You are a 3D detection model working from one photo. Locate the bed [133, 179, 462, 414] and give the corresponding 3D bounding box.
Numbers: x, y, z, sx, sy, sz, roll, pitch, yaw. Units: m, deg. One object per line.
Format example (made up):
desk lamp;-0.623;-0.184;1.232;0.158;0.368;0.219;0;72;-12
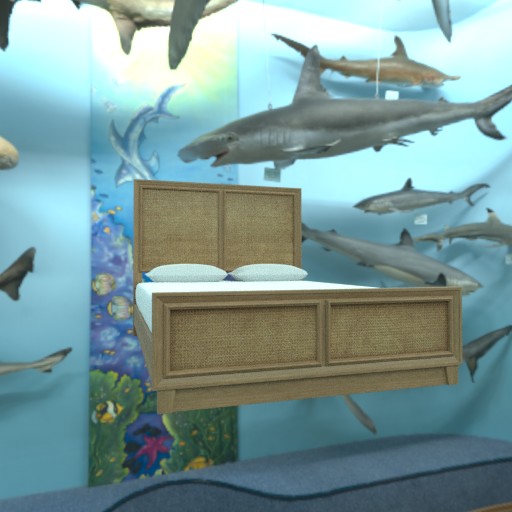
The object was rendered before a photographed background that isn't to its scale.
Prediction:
bed;0.000;0.000;3.160;1.606;1.387;2.184;0;-1;-18
